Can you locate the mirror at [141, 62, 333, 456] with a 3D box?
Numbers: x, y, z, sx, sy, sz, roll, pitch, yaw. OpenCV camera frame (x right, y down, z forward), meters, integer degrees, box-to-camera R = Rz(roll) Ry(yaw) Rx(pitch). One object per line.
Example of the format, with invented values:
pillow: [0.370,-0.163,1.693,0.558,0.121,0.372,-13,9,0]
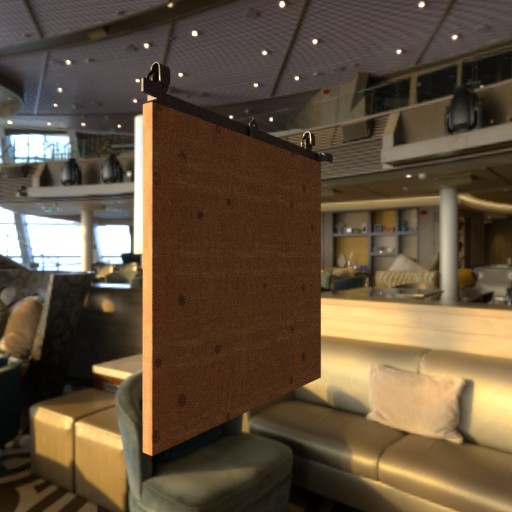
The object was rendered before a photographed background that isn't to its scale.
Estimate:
mirror: [0.000,0.000,1.189,0.054,0.800,0.805,0,0,36]
